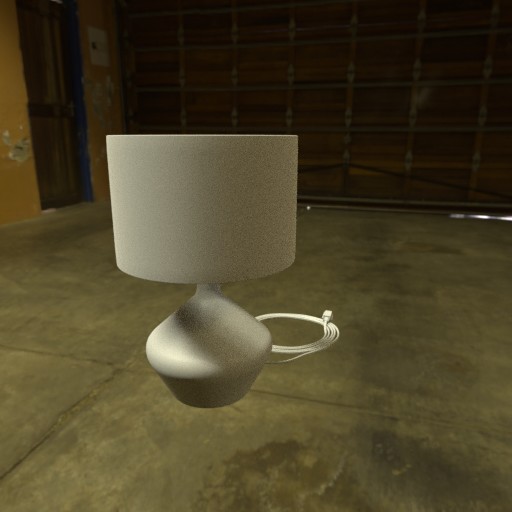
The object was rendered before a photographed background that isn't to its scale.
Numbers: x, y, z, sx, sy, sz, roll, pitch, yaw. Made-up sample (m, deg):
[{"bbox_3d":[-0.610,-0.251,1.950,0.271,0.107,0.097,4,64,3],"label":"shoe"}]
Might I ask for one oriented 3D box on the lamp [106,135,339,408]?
[{"bbox_3d":[0.000,0.000,0.875,0.546,0.457,0.401,-8,17,-27],"label":"lamp"}]
